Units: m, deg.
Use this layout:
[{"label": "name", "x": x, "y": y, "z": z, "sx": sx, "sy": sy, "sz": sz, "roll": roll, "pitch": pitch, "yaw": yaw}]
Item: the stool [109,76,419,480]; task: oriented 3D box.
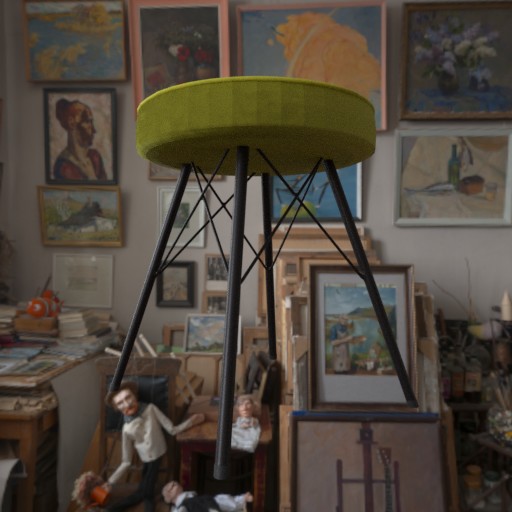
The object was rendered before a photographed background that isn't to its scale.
[{"label": "stool", "x": 0.000, "y": 0.000, "z": 0.787, "sx": 0.409, "sy": 0.508, "sz": 0.409, "roll": -1, "pitch": 2, "yaw": -36}]
